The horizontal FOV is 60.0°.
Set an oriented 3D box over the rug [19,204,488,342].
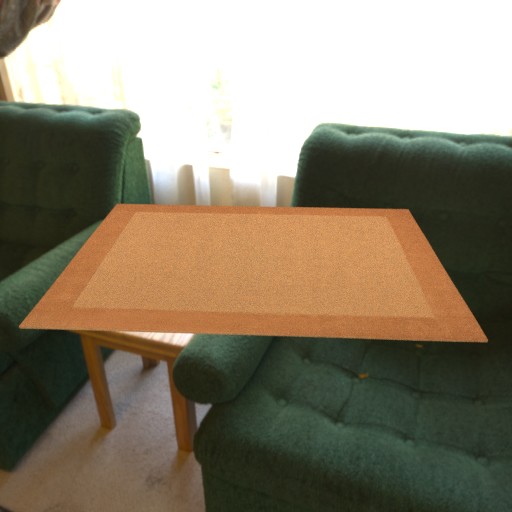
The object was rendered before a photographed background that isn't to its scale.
[{"bbox_3d":[0.000,0.000,2.249,1.829,0.014,1.219,1,30,2],"label":"rug"}]
